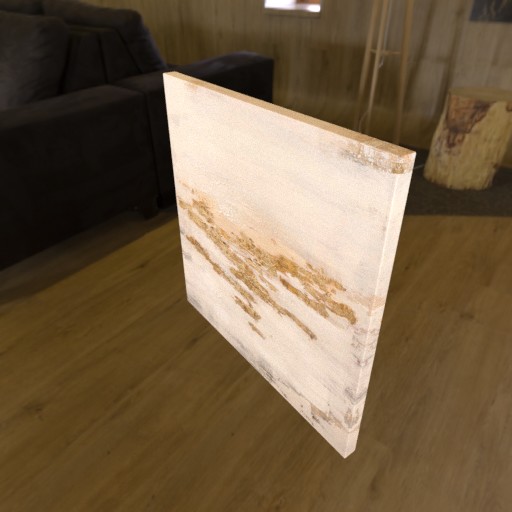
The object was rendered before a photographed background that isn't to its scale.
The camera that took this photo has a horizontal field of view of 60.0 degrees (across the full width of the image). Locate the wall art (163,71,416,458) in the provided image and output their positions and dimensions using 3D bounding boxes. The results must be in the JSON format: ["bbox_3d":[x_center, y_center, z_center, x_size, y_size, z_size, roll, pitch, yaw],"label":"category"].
[{"bbox_3d":[0.000,0.000,1.116,0.038,0.755,0.753,-23,39,-30],"label":"wall art"}]
